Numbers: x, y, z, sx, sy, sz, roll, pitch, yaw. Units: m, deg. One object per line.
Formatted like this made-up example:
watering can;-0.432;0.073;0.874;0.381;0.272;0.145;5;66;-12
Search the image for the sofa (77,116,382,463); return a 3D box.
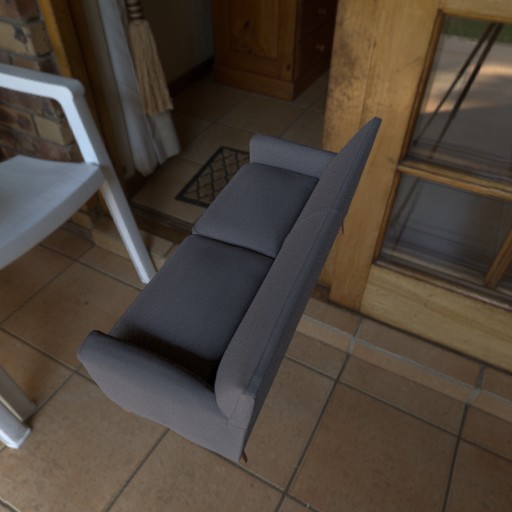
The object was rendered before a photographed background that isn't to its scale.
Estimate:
sofa;0.000;0.000;2.480;0.843;0.907;2.002;17;47;16
